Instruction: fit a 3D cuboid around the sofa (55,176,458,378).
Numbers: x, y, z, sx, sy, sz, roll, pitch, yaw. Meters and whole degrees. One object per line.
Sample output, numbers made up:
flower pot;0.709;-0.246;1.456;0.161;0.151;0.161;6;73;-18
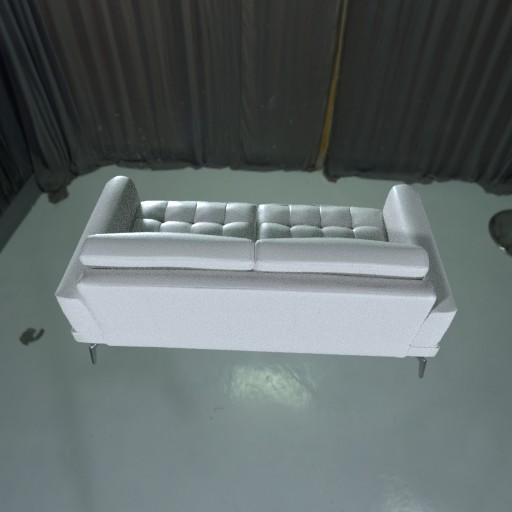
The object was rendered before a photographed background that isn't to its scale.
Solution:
sofa;0.000;0.000;2.788;2.177;0.930;1.121;2;47;2
